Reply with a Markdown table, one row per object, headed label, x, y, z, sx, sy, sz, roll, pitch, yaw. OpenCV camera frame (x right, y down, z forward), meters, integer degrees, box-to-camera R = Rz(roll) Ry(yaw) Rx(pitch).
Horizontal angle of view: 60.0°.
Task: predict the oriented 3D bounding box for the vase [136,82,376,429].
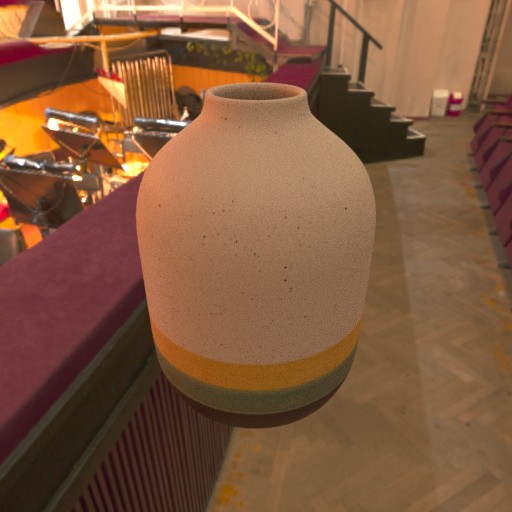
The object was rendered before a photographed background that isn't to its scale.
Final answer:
| label | x | y | z | sx | sy | sz | roll | pitch | yaw |
| --- | --- | --- | --- | --- | --- | --- | --- | --- | --- |
| vase | 0.000 | 0.000 | 0.338 | 0.169 | 0.240 | 0.169 | 0 | 30 | 0 |
